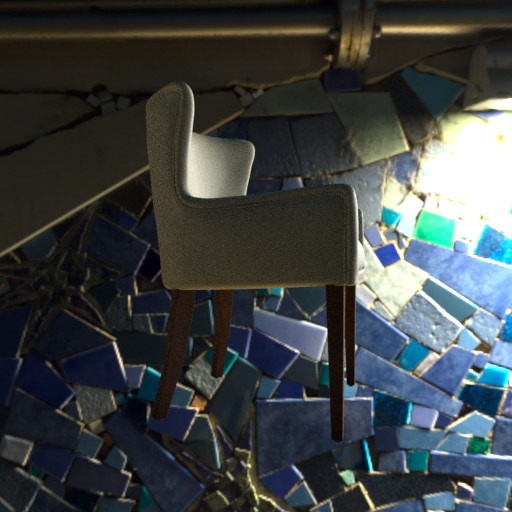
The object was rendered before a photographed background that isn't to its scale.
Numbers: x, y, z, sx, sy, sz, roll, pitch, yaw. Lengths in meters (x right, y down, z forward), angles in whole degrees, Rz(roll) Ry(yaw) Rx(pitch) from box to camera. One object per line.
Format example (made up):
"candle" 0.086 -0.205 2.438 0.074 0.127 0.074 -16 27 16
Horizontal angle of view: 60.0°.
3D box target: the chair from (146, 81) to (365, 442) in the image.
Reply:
"chair" 0.000 0.000 1.462 0.686 0.952 0.660 0 -1 16
